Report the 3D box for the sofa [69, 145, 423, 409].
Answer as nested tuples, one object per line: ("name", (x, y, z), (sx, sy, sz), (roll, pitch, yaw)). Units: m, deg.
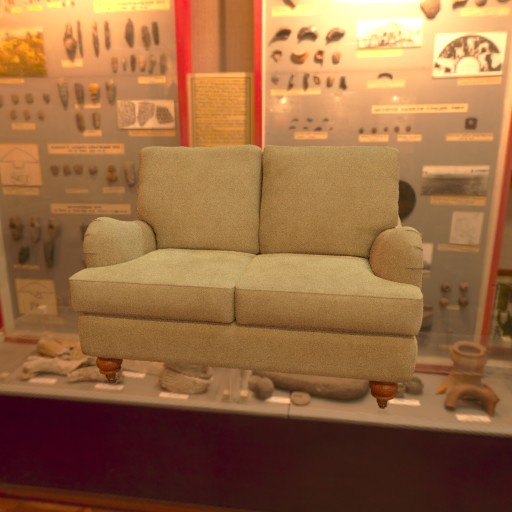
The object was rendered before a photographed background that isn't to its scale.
("sofa", (0.000, 0.000, 2.251), (1.498, 1.087, 1.086), (3, 15, 9))
